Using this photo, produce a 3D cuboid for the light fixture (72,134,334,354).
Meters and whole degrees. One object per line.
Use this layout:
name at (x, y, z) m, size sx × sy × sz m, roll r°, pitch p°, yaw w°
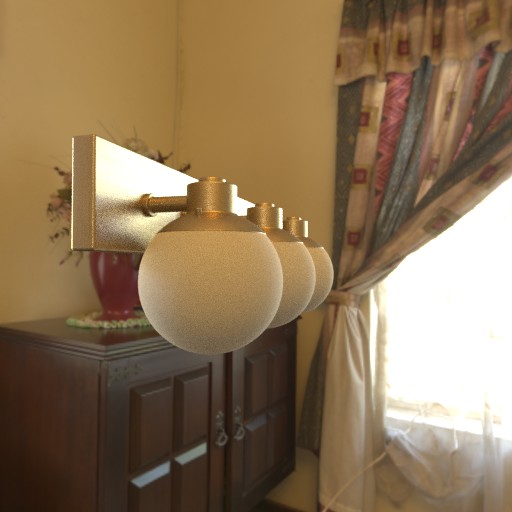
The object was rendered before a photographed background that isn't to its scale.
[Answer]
light fixture at (0.000, 0.000, 0.818) m, size 0.218 × 0.263 × 0.721 m, roll 0°, pitch -1°, yaw 17°
